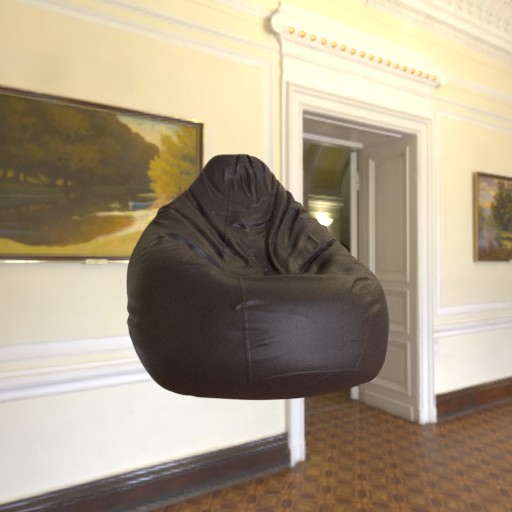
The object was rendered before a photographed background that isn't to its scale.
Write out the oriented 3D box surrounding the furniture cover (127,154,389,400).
[{"bbox_3d":[0.000,0.000,1.892,1.070,0.990,1.070,0,-1,-19],"label":"furniture cover"}]
